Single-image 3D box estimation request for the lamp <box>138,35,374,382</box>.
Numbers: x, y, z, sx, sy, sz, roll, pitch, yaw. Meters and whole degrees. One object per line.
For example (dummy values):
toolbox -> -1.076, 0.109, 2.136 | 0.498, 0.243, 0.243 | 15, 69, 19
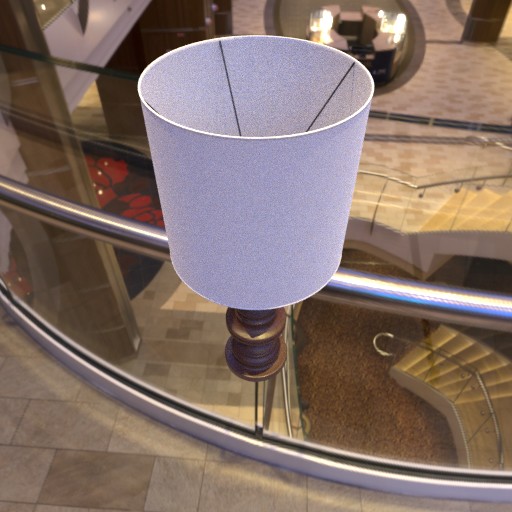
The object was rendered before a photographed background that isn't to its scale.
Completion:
lamp -> 0.000, 0.000, 0.560 | 0.208, 0.455, 0.208 | -33, 54, -28
